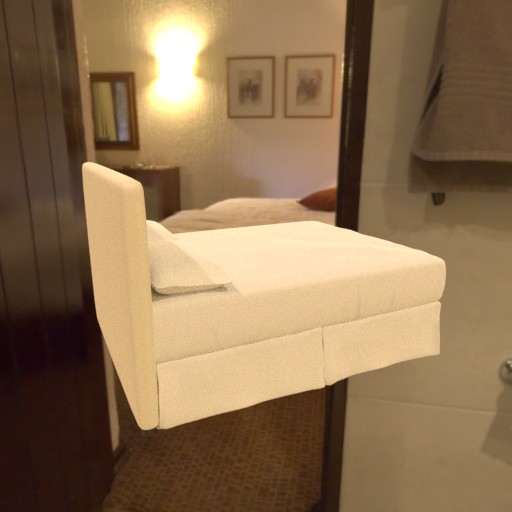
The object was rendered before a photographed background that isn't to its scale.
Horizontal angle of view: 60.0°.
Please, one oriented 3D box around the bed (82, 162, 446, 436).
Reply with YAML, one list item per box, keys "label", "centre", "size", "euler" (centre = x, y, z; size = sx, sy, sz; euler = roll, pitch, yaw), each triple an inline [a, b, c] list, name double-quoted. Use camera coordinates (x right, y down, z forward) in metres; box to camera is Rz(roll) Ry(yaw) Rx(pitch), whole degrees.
- label: "bed"
  centre: [0.000, 0.000, 3.238]
  size: [2.147, 1.330, 1.714]
  euler: [-7, 17, -25]
